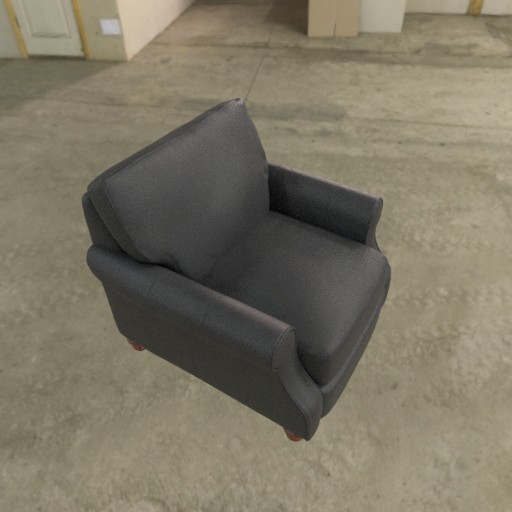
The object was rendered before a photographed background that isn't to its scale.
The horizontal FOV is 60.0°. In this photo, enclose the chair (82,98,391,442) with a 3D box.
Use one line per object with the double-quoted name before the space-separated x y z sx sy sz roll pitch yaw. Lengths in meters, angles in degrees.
"chair" 0.000 0.000 1.798 1.027 0.960 1.015 26 47 27
